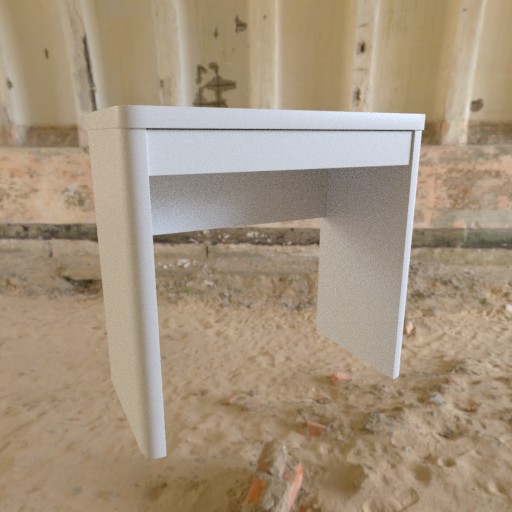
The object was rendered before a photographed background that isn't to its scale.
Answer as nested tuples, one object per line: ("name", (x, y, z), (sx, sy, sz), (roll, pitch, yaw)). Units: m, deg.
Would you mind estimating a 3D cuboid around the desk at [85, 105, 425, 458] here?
("desk", (0.000, 0.000, 1.248), (0.790, 0.760, 0.446), (-8, 17, -27))
